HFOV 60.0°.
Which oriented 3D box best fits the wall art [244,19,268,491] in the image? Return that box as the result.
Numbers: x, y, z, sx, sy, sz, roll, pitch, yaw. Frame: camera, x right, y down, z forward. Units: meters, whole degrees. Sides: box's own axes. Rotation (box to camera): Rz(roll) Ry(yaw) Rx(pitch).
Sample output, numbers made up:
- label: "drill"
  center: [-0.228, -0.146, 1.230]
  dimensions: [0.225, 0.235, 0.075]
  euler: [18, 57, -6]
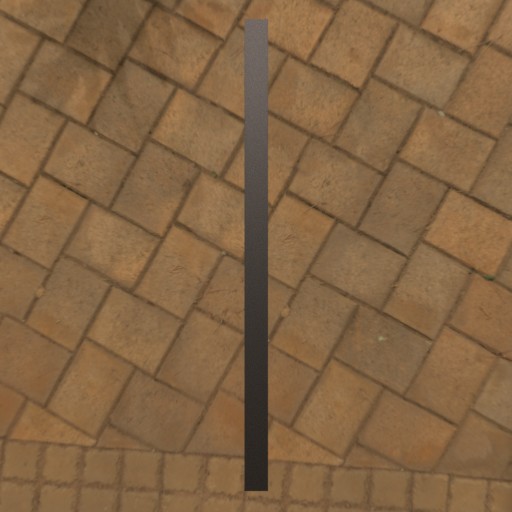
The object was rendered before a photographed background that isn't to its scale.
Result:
- label: "wall art"
  center: [0.000, 0.000, 1.096]
  dimensions: [0.038, 0.762, 0.762]
  euler: [0, 90, 0]
